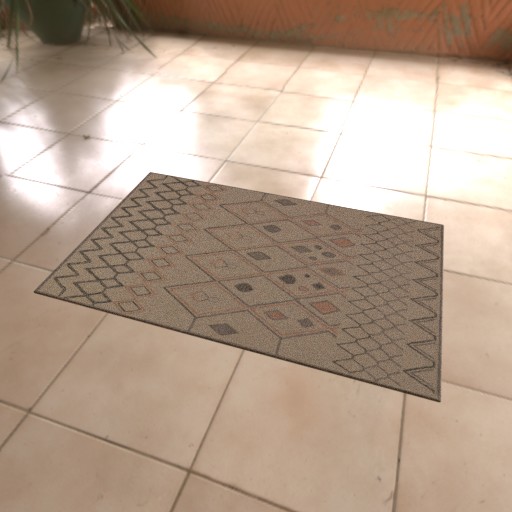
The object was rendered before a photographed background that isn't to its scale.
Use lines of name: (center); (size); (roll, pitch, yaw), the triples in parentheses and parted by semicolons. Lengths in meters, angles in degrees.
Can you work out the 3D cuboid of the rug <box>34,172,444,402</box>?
rug: (0.000, 0.000, 3.033); (2.438, 0.015, 1.524); (12, 43, 13)
